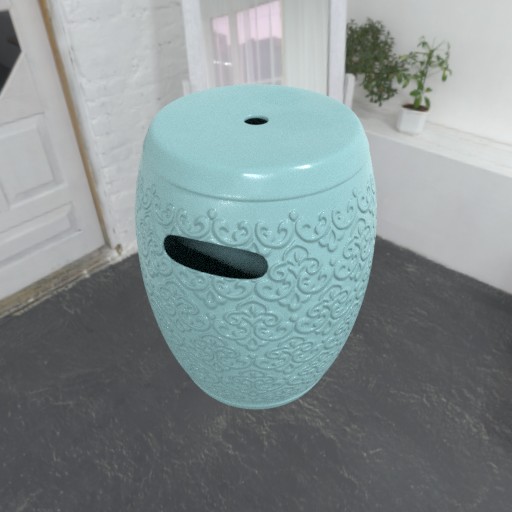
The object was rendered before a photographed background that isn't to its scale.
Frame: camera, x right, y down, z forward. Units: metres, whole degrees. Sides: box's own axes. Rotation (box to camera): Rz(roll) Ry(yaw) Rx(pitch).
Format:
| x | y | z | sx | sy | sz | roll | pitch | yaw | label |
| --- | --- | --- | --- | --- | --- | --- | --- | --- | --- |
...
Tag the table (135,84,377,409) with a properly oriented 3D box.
| x | y | z | sx | sy | sz | roll | pitch | yaw | label |
| --- | --- | --- | --- | --- | --- | --- | --- | --- | --- |
| 0.000 | 0.000 | 0.615 | 0.309 | 0.397 | 0.309 | 0 | 40 | 0 | table |
